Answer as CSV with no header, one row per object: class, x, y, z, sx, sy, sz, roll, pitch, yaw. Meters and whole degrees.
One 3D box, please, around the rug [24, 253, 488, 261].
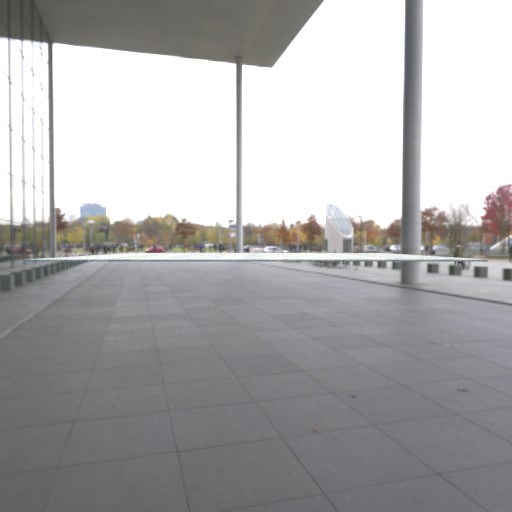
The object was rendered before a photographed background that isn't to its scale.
rug,0.000,0.000,4.119,3.056,0.013,2.441,0,1,0
